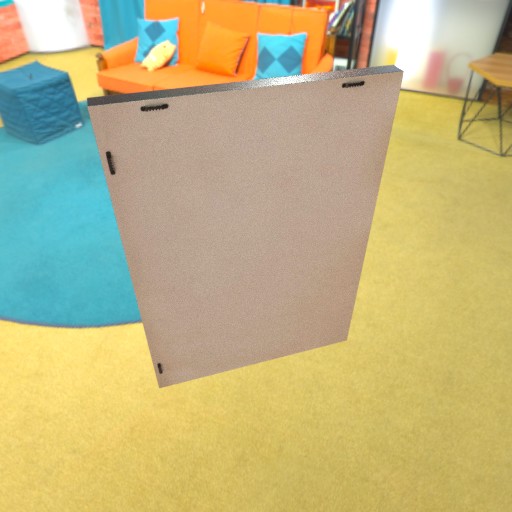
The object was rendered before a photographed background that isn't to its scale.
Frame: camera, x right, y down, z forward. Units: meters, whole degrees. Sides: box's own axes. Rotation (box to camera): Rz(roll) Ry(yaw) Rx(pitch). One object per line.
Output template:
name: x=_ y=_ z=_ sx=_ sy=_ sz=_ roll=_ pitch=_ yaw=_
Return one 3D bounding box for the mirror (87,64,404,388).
mirror: x=0.000 y=0.000 z=0.924 sx=0.507 sy=0.710 sz=0.039 roll=-11 pitch=42 yaw=-13
